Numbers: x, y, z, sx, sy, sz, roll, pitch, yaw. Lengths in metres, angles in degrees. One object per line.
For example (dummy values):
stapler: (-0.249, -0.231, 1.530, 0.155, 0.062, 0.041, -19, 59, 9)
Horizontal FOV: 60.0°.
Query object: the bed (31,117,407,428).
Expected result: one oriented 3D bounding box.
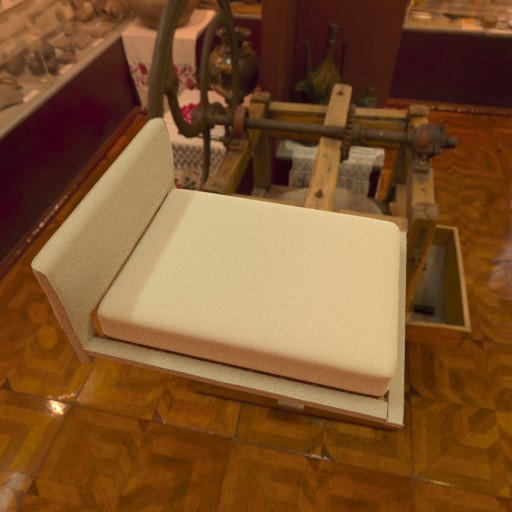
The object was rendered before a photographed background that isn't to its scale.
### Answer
bed: (0.000, 0.000, 3.363, 2.368, 1.067, 1.840, 10, 47, 10)
